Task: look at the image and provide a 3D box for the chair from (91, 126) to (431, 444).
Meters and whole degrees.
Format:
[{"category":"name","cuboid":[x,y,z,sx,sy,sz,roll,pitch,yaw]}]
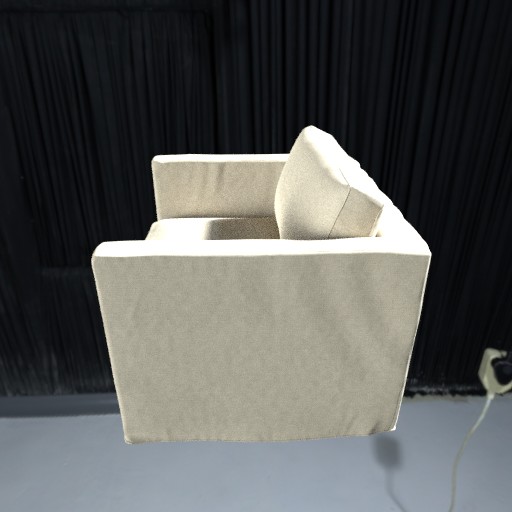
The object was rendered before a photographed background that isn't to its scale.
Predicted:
[{"category":"chair","cuboid":[0.000,0.000,1.752,0.949,0.867,1.057,-1,27,-2]}]
